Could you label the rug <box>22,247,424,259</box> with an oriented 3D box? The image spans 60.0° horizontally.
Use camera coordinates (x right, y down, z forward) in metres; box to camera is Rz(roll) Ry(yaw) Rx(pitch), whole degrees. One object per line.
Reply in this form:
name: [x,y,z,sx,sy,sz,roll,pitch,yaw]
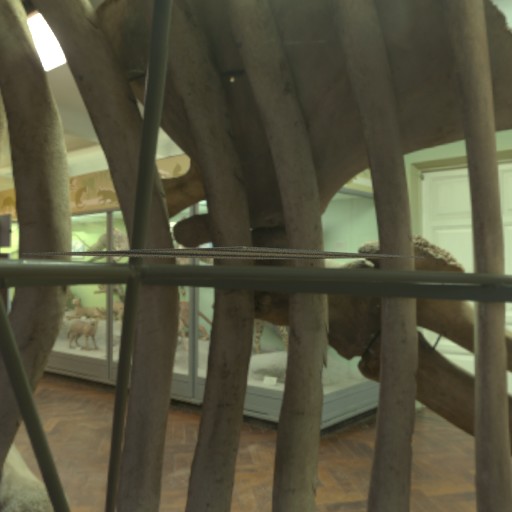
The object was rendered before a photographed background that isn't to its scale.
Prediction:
rug: [0.000,0.000,2.348,1.234,0.006,1.854,-1,-1,36]
